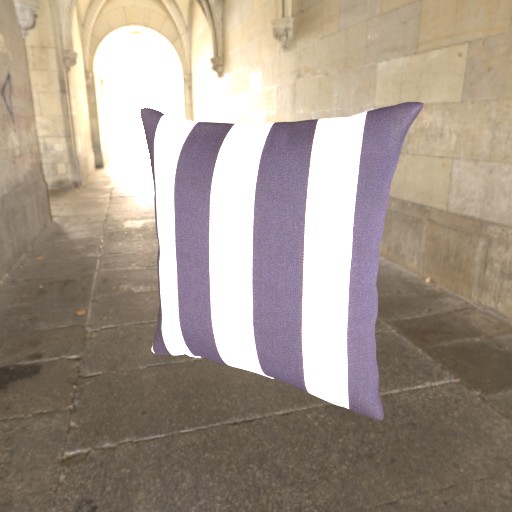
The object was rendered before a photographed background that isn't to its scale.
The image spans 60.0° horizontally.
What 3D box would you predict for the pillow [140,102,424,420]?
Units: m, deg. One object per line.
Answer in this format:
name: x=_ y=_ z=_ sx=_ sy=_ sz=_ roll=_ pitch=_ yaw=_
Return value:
pillow: x=0.000 y=0.000 z=0.813 sx=0.536 sy=0.526 sz=0.189 roll=9 pitch=18 yaw=28
